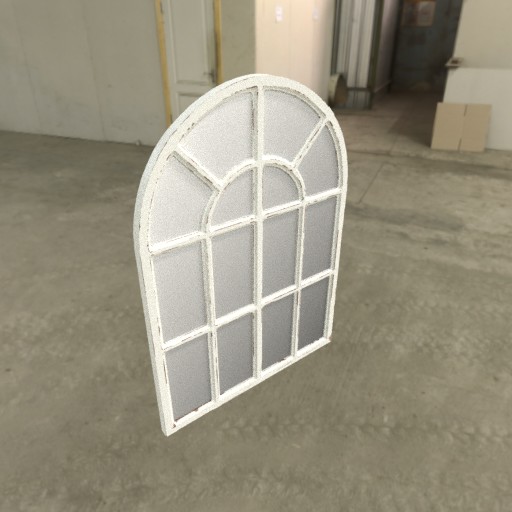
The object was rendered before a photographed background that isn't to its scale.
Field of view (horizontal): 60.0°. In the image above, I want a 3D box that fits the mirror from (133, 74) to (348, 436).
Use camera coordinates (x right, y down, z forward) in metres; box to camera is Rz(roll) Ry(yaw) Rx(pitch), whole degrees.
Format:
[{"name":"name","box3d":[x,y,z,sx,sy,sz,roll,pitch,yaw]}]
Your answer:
[{"name":"mirror","box3d":[0.000,0.000,1.205,0.660,0.920,0.032,-21,35,-33]}]
